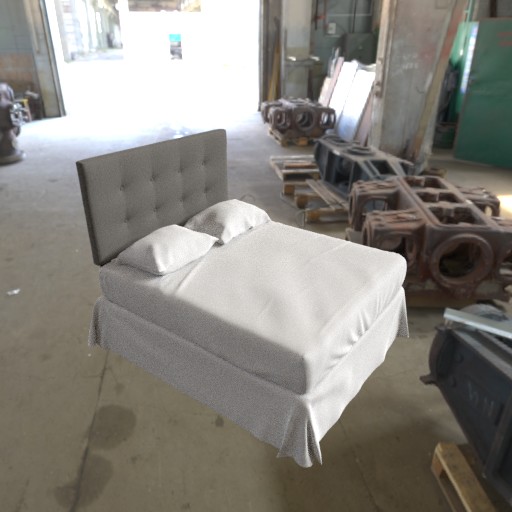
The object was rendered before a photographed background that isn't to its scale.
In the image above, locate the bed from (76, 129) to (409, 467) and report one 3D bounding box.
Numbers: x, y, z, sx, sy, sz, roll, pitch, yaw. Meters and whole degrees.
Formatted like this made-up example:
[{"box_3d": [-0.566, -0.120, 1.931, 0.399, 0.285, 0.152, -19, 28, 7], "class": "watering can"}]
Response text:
[{"box_3d": [0.000, 0.000, 3.577, 2.222, 1.577, 1.936, 18, 31, 32], "class": "bed"}]
